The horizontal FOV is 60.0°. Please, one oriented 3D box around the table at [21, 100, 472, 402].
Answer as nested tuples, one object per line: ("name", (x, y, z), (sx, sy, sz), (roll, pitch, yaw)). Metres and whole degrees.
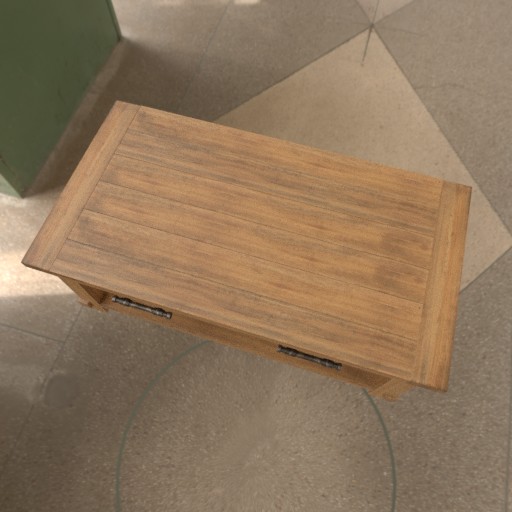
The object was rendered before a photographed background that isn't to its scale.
("table", (0.000, 0.000, 1.610), (1.270, 0.494, 0.693), (16, 66, 7))
